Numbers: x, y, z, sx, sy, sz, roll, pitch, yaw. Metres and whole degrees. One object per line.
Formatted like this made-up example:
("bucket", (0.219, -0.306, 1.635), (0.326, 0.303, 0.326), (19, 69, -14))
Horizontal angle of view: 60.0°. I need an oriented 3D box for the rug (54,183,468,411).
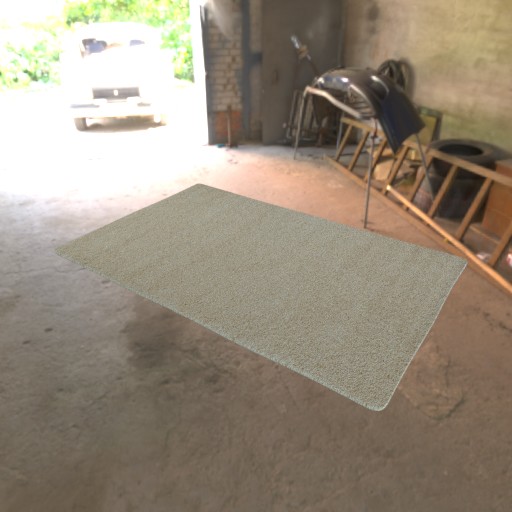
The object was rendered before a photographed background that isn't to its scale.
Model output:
("rug", (0.000, 0.000, 2.959), (2.349, 0.026, 1.500), (20, 36, 30))
